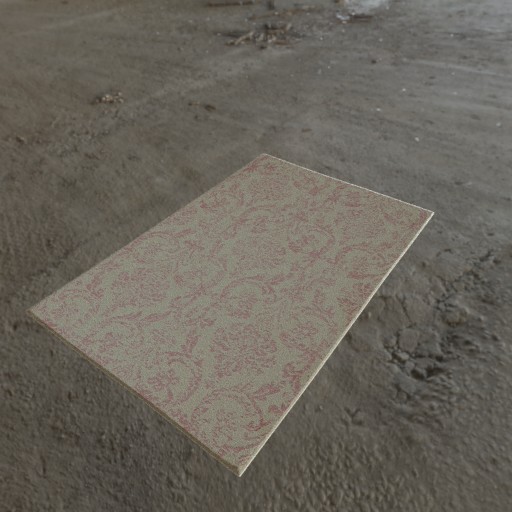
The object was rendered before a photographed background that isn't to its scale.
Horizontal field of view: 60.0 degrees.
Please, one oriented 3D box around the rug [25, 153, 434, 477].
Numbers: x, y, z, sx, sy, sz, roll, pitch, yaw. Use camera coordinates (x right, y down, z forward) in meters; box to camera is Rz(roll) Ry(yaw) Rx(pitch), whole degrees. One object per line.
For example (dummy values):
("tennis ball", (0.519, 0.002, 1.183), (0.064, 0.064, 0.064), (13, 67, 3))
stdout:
("rug", (0.000, 0.000, 3.395), (1.819, 0.018, 2.746), (26, 47, 27))
